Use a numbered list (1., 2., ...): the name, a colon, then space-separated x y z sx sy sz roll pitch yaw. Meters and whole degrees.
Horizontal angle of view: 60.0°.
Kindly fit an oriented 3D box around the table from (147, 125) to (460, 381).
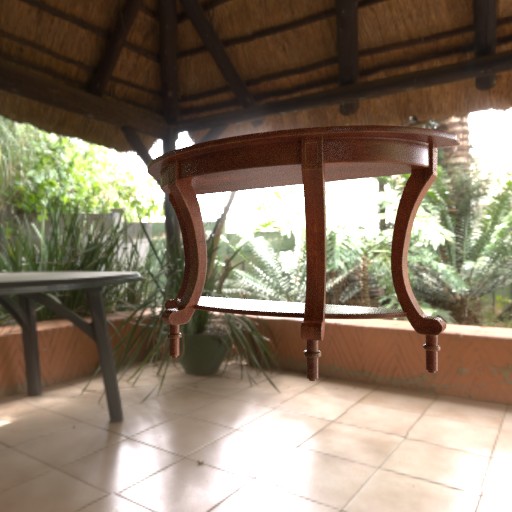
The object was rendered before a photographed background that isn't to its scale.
1. table: 0.000 0.000 1.485 1.198 0.699 0.394 0 0 33
